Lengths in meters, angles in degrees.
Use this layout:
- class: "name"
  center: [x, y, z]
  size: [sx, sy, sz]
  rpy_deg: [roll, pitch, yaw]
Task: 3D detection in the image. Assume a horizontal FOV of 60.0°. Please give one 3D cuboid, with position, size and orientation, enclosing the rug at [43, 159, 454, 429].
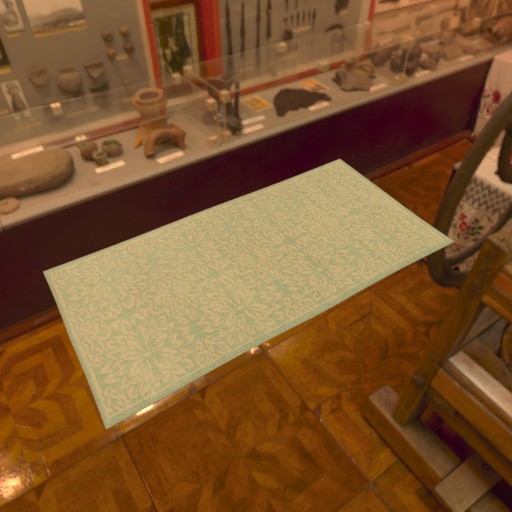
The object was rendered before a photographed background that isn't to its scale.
- class: "rug"
  center: [0.000, 0.000, 1.456]
  size: [1.219, 0.007, 0.604]
  rpy_deg: [-24, 50, -22]
